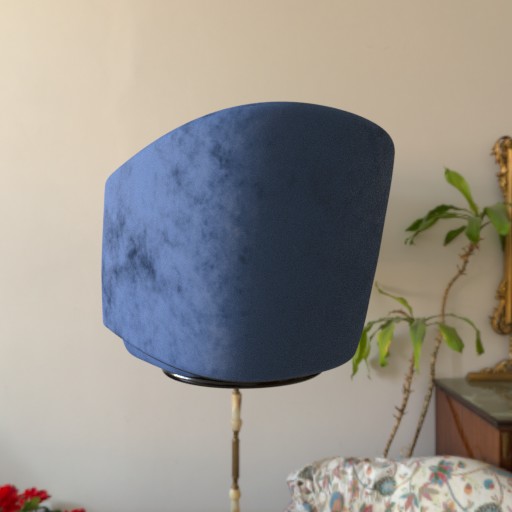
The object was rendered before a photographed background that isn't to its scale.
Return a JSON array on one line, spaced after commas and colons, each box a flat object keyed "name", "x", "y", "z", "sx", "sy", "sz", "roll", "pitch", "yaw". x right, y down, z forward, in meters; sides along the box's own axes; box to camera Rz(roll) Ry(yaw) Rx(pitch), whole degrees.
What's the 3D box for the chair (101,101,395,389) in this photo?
[{"name": "chair", "x": 0.000, "y": 0.000, "z": 1.347, "sx": 0.773, "sy": 0.698, "sz": 0.767, "roll": 1, "pitch": -1, "yaw": -36}]
